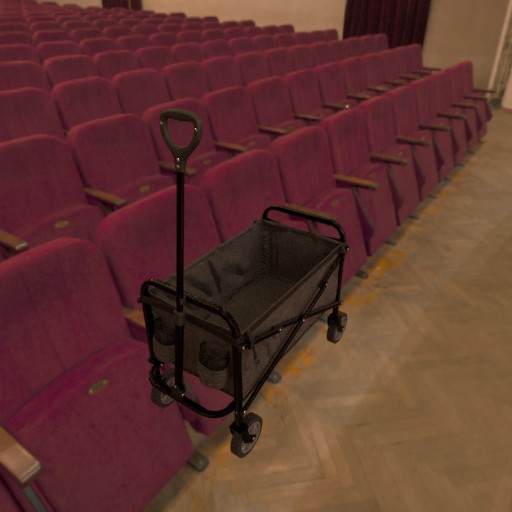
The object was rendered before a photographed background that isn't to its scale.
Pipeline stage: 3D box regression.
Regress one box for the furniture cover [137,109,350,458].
[{"bbox_3d":[0.000,0.000,1.826,0.532,1.295,1.038,19,35,30],"label":"furniture cover"}]
